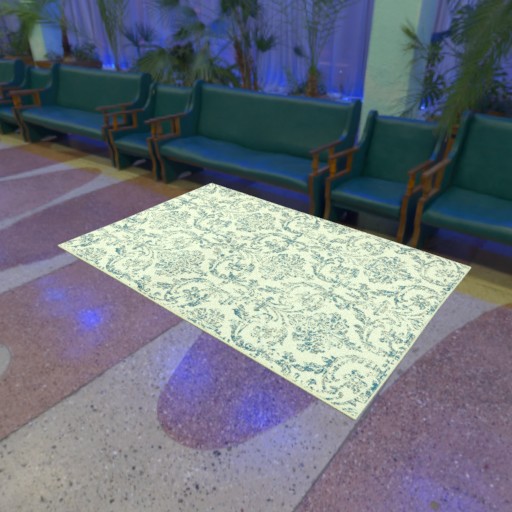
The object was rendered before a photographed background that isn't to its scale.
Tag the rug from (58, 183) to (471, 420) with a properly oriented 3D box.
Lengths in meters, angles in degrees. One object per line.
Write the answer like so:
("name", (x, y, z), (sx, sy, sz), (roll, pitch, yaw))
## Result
("rug", (0.000, 0.000, 3.511), (2.746, 0.018, 1.819), (23, 37, 33))
